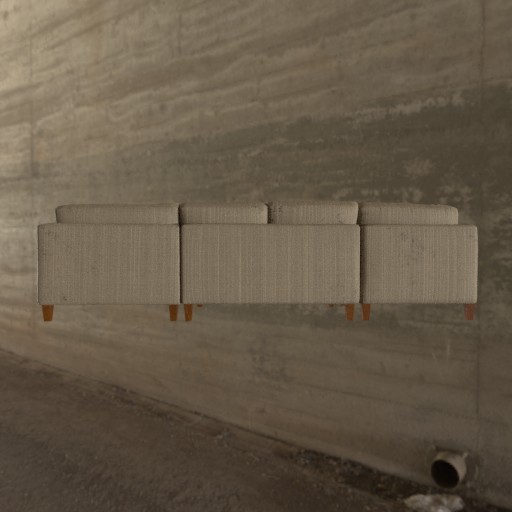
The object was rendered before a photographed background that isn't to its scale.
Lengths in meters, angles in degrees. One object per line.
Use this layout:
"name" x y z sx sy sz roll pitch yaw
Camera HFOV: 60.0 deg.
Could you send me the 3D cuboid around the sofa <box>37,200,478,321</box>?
"sofa" 0.000 0.000 4.696 3.460 0.961 2.594 0 1 -1
